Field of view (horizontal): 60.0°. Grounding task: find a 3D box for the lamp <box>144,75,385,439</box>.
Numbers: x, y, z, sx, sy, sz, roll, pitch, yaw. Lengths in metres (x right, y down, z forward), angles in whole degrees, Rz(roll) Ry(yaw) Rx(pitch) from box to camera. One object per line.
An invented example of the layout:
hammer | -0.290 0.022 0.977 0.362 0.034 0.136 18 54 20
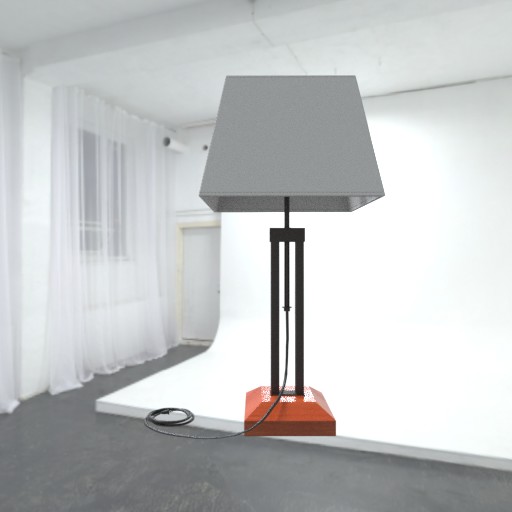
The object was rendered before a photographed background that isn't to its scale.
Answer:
lamp | 0.000 0.000 1.002 0.498 0.737 0.310 0 0 0
